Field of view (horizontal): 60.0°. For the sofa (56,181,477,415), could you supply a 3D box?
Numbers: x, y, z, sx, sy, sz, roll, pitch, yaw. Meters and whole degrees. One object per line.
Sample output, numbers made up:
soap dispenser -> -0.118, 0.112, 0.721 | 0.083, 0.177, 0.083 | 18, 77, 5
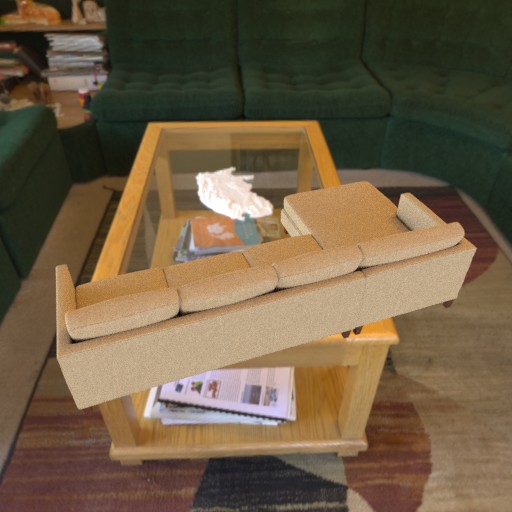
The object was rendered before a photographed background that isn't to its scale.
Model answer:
sofa -> 0.000, 0.000, 3.853 | 3.186, 0.846, 1.625 | -13, 41, -15
